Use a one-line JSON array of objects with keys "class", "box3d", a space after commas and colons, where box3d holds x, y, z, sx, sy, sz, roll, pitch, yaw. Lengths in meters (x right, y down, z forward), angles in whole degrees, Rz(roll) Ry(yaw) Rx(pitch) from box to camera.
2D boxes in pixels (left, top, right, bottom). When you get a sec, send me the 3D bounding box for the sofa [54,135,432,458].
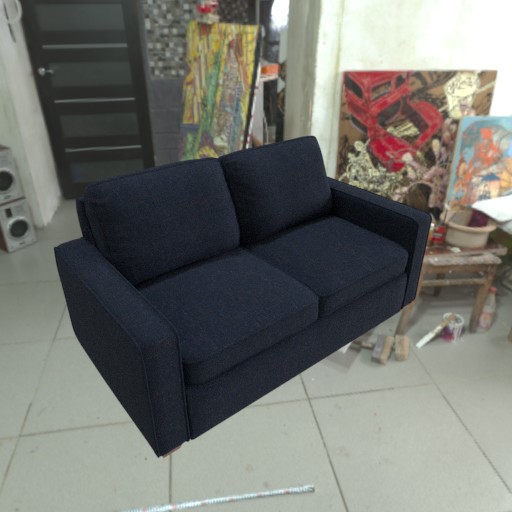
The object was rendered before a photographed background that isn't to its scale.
[{"class": "sofa", "box3d": [0.000, 0.000, 2.267, 1.709, 0.918, 0.947, -21, 36, -33]}]
